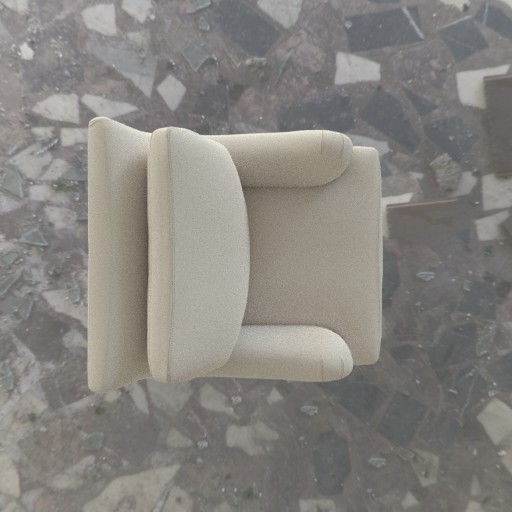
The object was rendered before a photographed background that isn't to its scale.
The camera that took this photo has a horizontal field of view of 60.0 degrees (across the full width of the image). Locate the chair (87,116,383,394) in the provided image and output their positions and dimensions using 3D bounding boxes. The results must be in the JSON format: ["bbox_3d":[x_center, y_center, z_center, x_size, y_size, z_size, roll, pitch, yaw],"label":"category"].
[{"bbox_3d":[0.000,0.000,1.857,1.070,1.038,0.955,0,90,0],"label":"chair"}]
